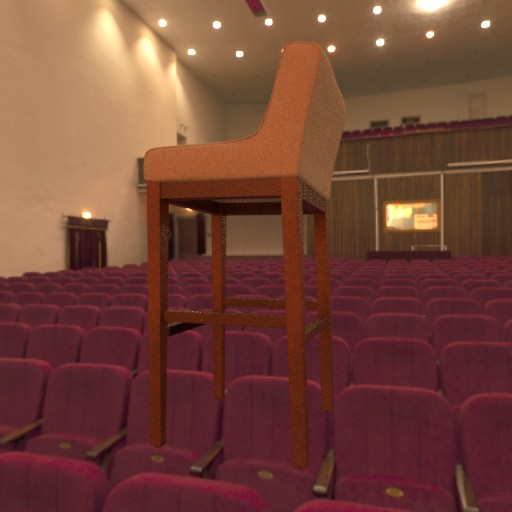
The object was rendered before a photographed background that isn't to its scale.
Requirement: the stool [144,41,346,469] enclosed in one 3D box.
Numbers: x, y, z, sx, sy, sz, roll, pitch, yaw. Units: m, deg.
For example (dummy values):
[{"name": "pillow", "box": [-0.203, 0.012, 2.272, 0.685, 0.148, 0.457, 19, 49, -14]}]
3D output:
[{"name": "stool", "box": [0.000, 0.000, 1.350, 0.500, 1.037, 0.511, 0, -1, 18]}]
